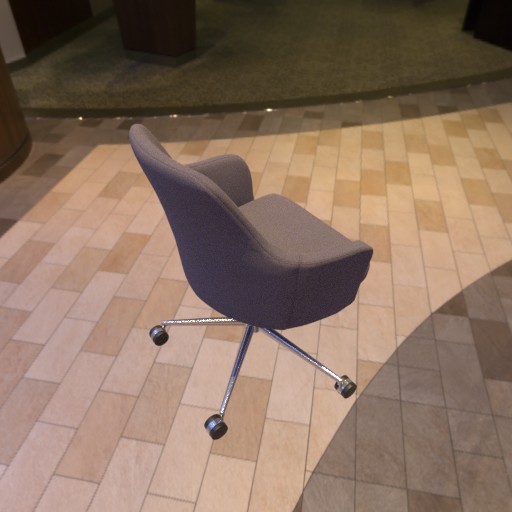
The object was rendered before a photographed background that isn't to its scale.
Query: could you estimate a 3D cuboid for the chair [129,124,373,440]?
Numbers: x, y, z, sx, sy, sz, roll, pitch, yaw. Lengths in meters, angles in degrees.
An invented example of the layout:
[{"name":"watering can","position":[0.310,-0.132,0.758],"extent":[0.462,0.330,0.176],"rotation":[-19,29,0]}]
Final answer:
[{"name":"chair","position":[0.000,0.000,1.268],"extent":[0.600,0.820,0.655],"rotation":[-24,46,-26]}]
